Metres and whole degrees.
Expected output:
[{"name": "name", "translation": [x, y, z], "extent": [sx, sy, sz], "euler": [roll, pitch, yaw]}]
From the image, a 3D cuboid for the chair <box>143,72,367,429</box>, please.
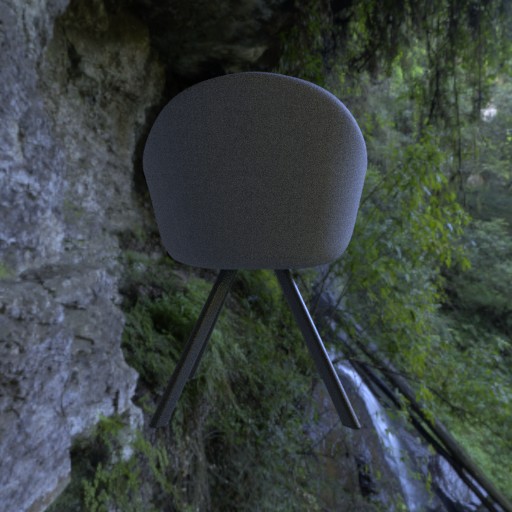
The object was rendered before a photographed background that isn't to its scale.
[{"name": "chair", "translation": [0.000, 0.000, 1.200], "extent": [0.590, 0.795, 0.550], "euler": [0, 0, 1]}]
